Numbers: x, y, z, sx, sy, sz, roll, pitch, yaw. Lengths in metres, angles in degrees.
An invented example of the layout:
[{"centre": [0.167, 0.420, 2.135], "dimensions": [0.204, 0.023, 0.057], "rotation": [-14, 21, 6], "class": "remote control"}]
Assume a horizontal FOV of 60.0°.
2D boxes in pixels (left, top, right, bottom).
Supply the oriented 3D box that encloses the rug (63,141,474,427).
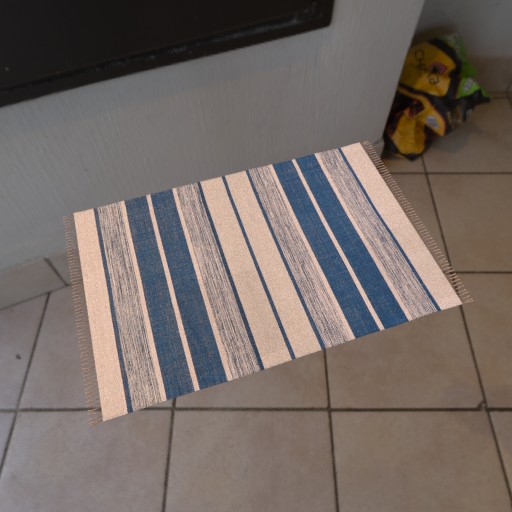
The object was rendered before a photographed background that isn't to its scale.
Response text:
[{"centre": [0.000, 0.000, 3.026], "dimensions": [2.441, 0.010, 1.532], "rotation": [-16, 59, -10], "class": "rug"}]
